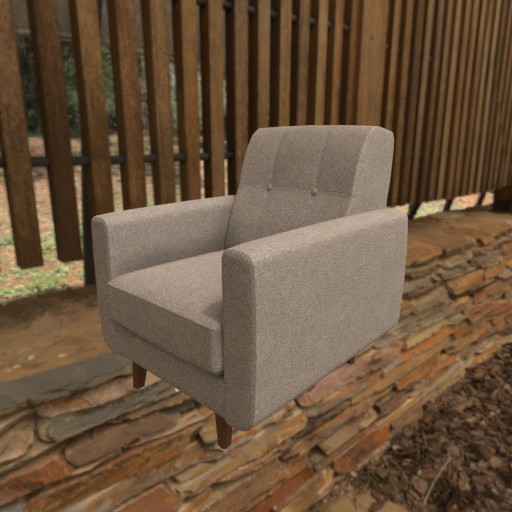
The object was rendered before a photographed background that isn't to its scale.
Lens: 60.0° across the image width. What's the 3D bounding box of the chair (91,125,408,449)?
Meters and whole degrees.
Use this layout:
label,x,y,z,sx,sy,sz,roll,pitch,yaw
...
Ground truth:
label,x,y,z,sx,sy,sz,roll,pitch,yaw
chair,0.000,0.000,1.690,0.845,0.968,0.942,14,20,42
